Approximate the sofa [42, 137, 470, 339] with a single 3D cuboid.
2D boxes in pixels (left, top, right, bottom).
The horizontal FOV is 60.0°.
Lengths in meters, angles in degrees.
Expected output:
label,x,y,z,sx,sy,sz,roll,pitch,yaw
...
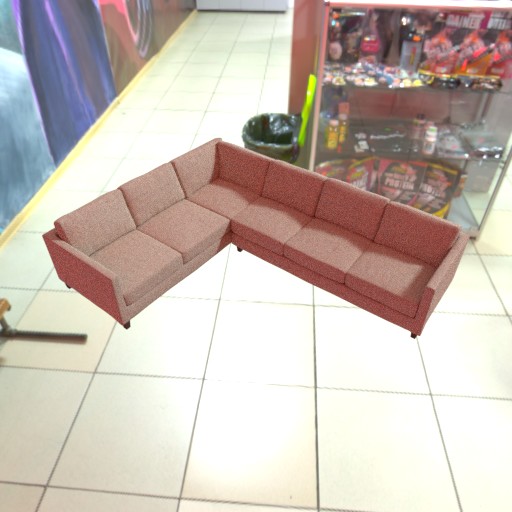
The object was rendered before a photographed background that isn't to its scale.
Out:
label,x,y,z,sx,sy,sz,roll,pitch,yaw
sofa,0.000,0.000,4.263,3.182,0.863,2.432,26,47,28
